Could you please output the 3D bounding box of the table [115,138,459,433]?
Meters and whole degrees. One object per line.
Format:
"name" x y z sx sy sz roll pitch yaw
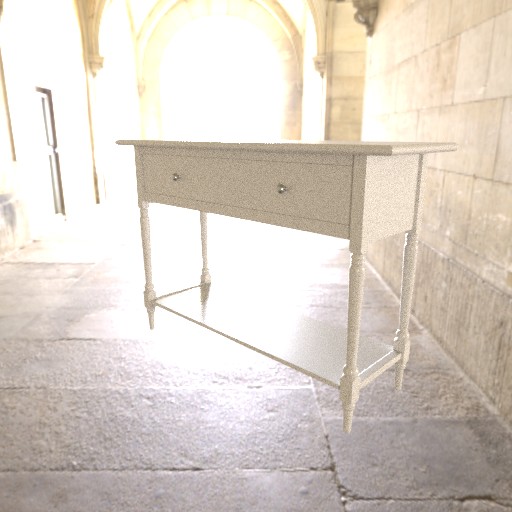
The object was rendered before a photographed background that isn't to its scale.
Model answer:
"table" 0.000 0.000 1.606 1.197 0.808 0.384 15 21 42
